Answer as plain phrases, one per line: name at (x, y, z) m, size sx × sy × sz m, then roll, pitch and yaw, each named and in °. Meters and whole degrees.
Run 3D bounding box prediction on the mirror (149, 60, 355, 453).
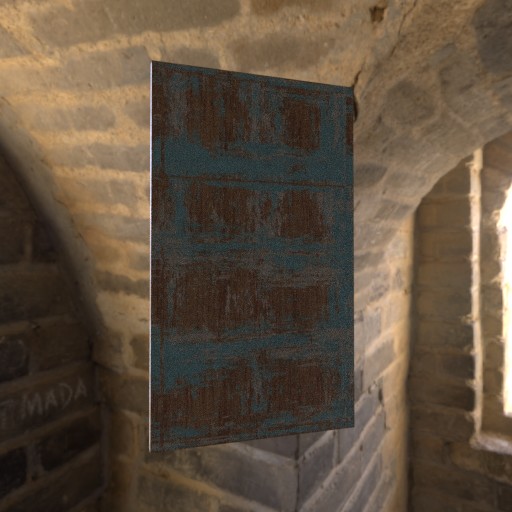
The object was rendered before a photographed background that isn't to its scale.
mirror at (0.000, 0.000, 1.515) m, size 0.707 × 1.213 × 0.083 m, roll 0°, pitch -1°, yaw -18°
